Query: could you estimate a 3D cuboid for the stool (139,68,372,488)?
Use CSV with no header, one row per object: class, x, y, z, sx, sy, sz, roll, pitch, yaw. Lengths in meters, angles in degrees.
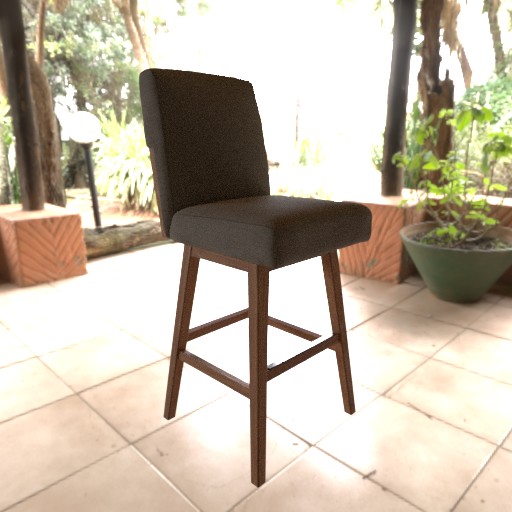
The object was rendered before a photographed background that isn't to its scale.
stool,0.000,0.000,1.381,0.570,1.112,0.483,14,21,43
